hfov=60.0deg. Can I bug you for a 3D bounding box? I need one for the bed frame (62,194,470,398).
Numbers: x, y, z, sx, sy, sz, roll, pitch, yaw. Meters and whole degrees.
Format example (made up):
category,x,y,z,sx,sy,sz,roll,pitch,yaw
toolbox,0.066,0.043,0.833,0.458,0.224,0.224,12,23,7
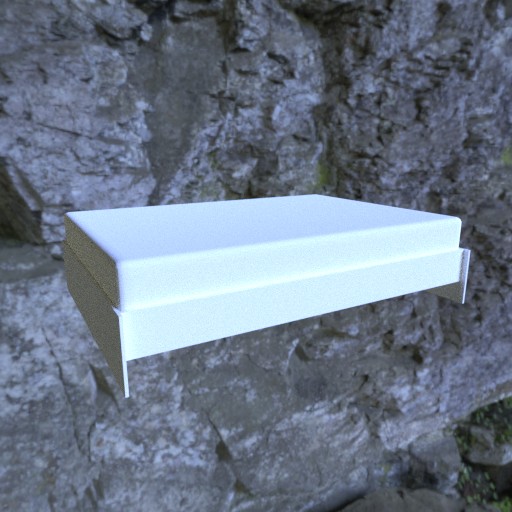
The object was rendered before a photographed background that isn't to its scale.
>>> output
category,x,y,z,sx,sy,sz,roll,pitch,yaw
bed frame,0.000,0.000,2.637,1.945,0.497,1.445,-8,17,-29
